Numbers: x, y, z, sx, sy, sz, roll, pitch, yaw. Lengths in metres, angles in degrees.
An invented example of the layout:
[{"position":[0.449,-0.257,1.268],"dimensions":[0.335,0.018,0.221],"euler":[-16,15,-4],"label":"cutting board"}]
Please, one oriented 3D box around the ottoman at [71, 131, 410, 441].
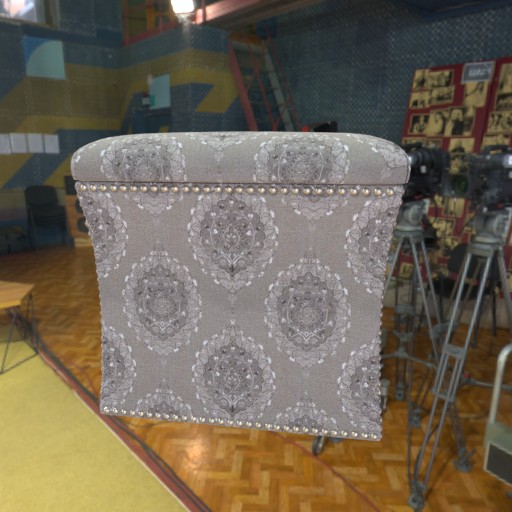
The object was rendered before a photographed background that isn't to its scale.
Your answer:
[{"position":[0.000,0.000,0.884],"dimensions":[0.497,0.473,0.507],"euler":[2,14,9],"label":"ottoman"}]
